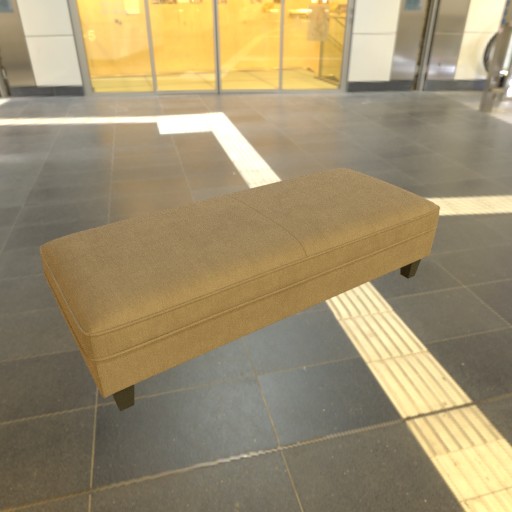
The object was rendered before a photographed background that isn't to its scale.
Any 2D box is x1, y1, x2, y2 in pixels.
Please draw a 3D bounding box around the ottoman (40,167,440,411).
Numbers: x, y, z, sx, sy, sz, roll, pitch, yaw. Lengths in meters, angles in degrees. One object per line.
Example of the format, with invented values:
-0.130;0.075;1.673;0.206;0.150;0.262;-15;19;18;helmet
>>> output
0.000;0.000;2.107;1.764;0.470;0.751;-19;35;-29;ottoman
